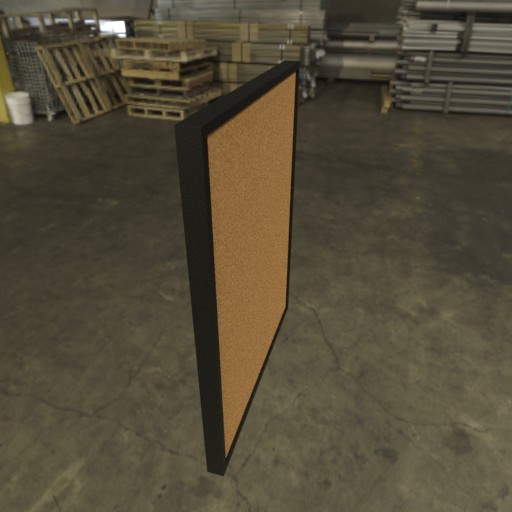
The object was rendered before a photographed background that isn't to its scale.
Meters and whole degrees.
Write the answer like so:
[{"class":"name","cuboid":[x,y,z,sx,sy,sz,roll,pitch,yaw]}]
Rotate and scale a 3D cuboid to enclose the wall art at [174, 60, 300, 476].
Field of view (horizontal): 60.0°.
[{"class":"wall art","cuboid":[0.000,0.000,0.758,0.029,0.559,0.457,9,32,14]}]
